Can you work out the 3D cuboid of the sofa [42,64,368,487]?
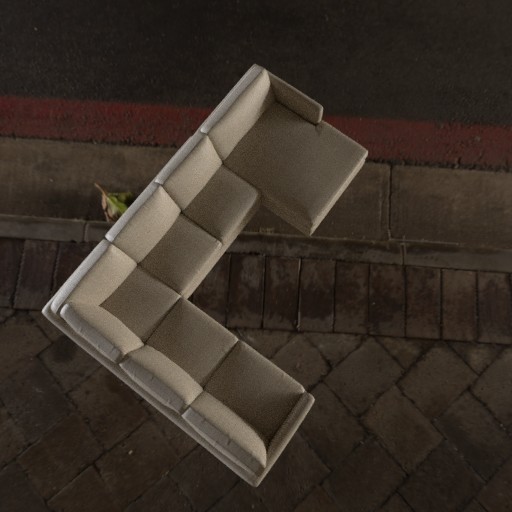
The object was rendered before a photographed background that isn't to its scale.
[{"bbox_3d":[0.000,0.000,4.597,2.594,0.961,3.460,36,78,9],"label":"sofa"}]
